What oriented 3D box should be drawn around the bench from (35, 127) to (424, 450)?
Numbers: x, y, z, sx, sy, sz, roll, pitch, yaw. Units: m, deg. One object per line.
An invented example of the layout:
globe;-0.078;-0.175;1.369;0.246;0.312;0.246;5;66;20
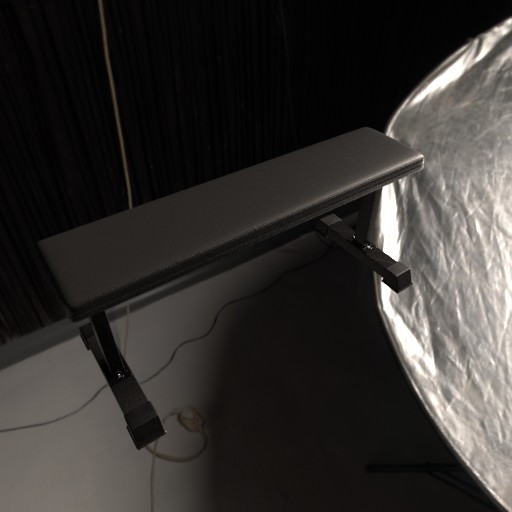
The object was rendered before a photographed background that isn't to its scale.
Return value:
bench;0.000;0.000;1.295;1.072;0.453;0.439;-25;47;-25
